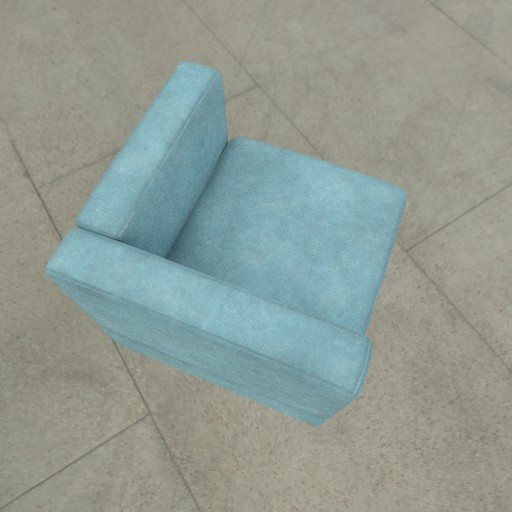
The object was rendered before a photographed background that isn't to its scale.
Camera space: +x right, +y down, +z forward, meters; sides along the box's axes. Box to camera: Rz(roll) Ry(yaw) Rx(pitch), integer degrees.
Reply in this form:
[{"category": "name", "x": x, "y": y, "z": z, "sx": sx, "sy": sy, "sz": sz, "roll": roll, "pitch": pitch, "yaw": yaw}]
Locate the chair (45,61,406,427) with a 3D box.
[{"category": "chair", "x": 0.000, "y": 0.000, "z": 1.245, "sx": 0.691, "sy": 0.660, "sz": 0.684, "roll": 20, "pitch": 66, "yaw": 9}]
